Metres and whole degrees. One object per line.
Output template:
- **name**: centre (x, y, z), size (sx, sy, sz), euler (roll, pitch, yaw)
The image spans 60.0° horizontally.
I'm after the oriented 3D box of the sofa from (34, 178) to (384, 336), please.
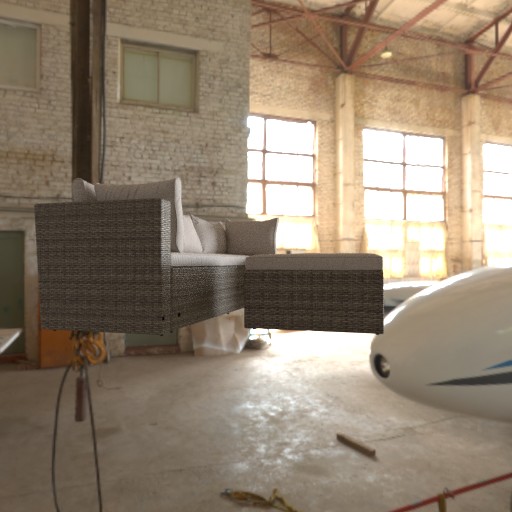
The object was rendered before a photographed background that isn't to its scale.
- **sofa**: centre (0.000, 0.000, 3.005), size (1.662, 0.766, 2.192), euler (0, -1, 16)
